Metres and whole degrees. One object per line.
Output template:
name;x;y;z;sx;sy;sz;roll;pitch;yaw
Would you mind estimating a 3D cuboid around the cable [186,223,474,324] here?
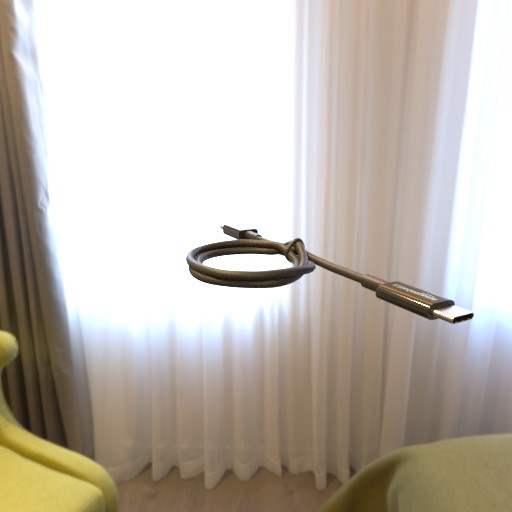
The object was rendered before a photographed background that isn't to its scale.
cable;0.000;0.000;0.217;0.070;0.014;0.192;-7;16;-27
